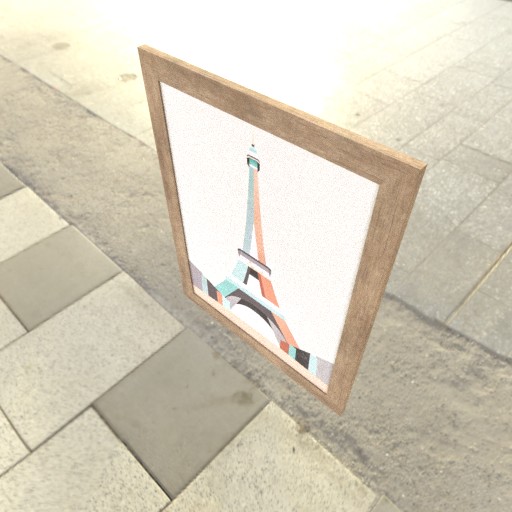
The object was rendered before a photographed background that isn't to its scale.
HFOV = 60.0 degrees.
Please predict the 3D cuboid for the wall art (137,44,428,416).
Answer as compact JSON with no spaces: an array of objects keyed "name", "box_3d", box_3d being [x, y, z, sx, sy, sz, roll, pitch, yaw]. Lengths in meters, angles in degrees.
[{"name":"wall art","box_3d":[0.000,0.000,0.895,0.534,0.686,0.018,33,55,27]}]
